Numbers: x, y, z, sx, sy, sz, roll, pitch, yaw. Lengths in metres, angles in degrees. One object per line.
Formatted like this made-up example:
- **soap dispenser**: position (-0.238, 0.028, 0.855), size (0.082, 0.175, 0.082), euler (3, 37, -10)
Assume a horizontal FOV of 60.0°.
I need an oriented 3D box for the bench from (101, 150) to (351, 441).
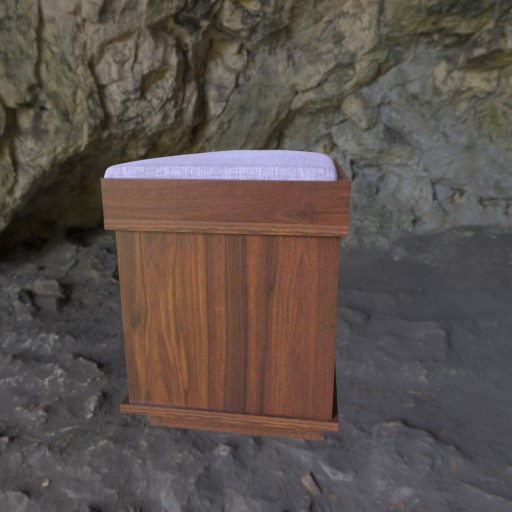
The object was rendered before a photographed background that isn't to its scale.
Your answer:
- **bench**: position (0.000, 0.000, 1.009), size (0.362, 0.461, 0.734), euler (2, 15, 8)
